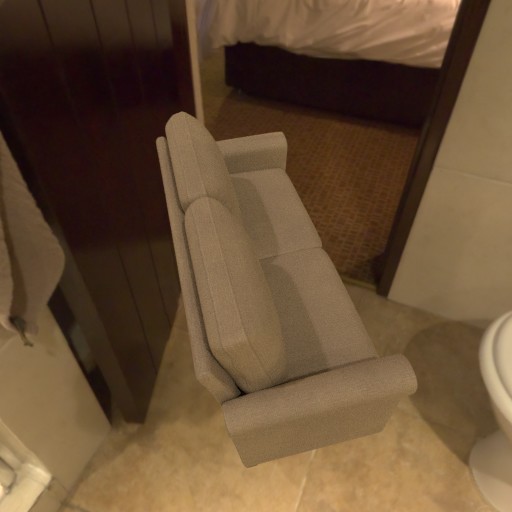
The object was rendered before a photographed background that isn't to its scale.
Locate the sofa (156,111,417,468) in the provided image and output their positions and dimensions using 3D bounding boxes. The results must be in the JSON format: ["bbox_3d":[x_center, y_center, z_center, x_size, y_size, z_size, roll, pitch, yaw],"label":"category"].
[{"bbox_3d":[0.000,0.000,2.405,0.842,0.942,1.935,-10,47,-10],"label":"sofa"}]
